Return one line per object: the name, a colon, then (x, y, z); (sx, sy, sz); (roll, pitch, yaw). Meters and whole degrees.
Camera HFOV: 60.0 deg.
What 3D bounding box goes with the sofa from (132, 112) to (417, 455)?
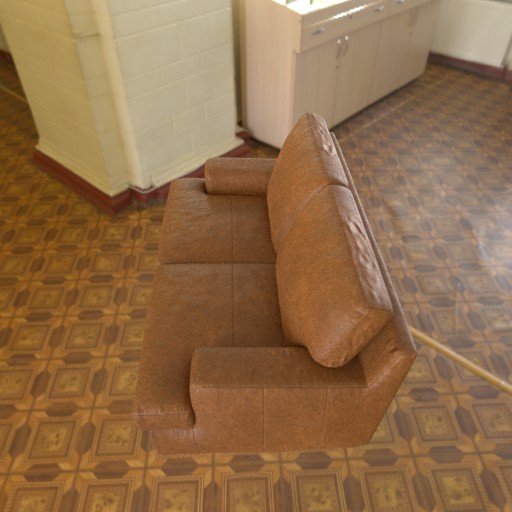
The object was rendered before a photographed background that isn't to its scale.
sofa: (0.000, 0.000, 2.484); (1.144, 0.966, 1.880); (-2, 42, -2)
